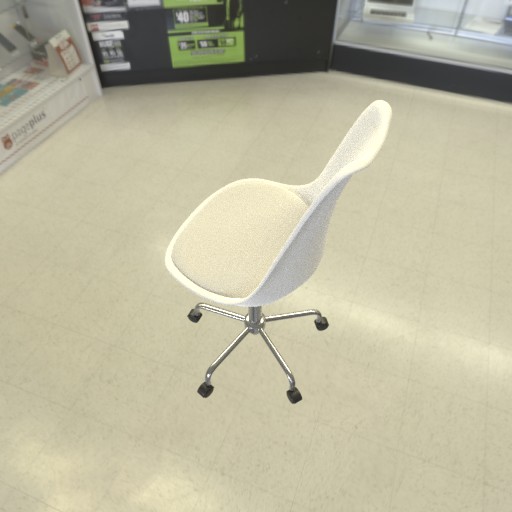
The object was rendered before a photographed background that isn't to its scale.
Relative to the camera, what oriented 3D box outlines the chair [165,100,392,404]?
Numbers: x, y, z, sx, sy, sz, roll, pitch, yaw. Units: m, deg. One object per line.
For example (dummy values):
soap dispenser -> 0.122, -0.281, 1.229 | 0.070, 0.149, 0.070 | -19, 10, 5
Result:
chair -> 0.000, 0.000, 1.276 | 0.550, 0.930, 0.550 | 18, 50, 16
